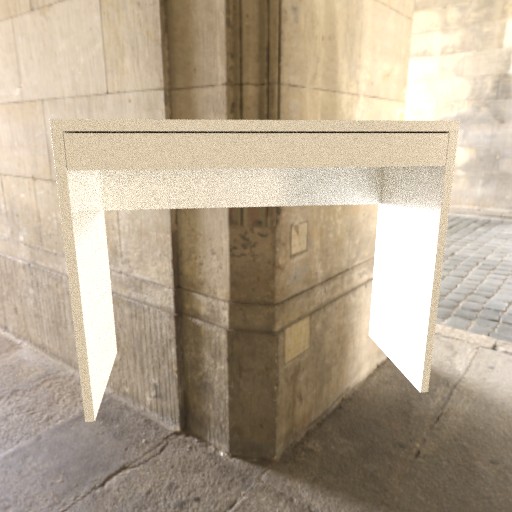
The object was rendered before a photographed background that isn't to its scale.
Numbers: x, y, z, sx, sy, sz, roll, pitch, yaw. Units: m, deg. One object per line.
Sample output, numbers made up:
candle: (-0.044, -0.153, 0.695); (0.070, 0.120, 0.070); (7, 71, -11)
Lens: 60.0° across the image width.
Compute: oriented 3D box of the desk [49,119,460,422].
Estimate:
desk: (0.000, 0.000, 1.365); (1.000, 0.790, 0.400); (-2, 16, -8)
